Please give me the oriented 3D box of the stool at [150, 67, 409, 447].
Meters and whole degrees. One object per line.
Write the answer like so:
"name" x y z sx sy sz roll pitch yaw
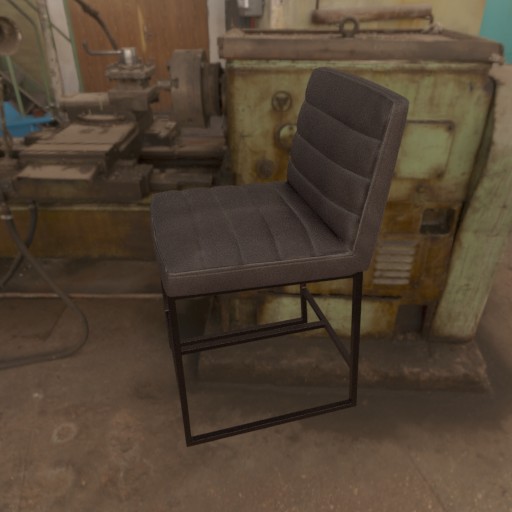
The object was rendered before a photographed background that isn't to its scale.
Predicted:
"stool" 0.000 0.000 1.270 0.562 0.946 0.463 -8 33 -13
